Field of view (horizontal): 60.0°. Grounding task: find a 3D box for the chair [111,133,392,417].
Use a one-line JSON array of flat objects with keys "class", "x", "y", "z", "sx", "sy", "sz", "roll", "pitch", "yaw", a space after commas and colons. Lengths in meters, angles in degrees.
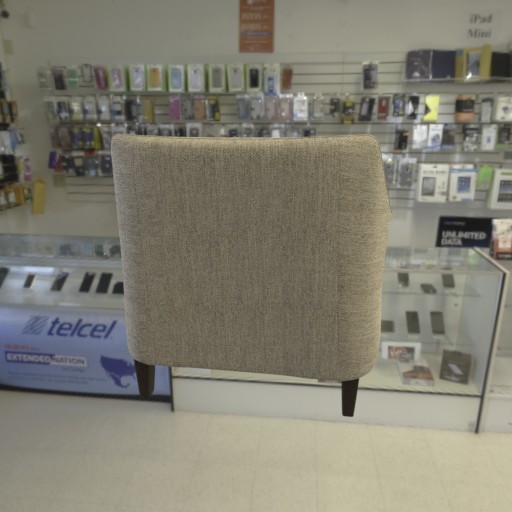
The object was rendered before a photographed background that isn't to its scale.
[{"class": "chair", "x": 0.000, "y": 0.000, "z": 1.412, "sx": 0.796, "sy": 0.761, "sz": 0.758, "roll": 2, "pitch": 17, "yaw": 8}]
